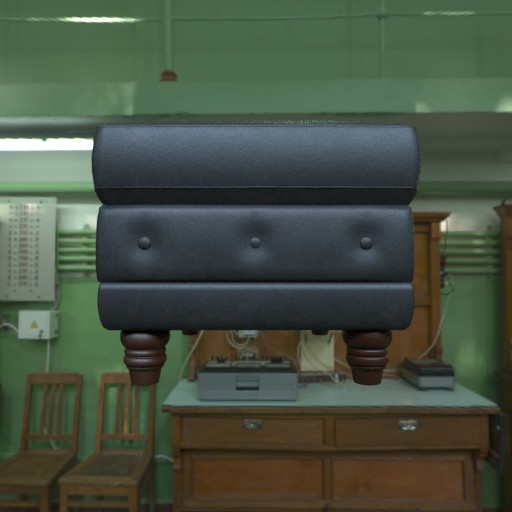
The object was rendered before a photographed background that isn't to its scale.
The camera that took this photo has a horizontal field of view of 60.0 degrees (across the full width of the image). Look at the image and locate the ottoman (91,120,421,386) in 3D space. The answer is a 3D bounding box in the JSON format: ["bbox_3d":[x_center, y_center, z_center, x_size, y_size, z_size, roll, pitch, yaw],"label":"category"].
[{"bbox_3d":[0.000,0.000,1.160,0.590,0.498,0.795,0,-1,0],"label":"ottoman"}]
